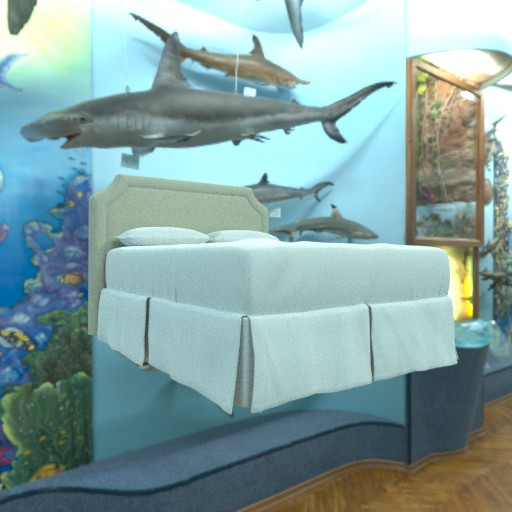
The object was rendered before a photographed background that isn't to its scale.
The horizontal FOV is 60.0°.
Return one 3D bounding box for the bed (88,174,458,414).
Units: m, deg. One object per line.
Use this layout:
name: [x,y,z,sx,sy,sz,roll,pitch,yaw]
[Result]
bed: [0.000,0.000,3.048,1.693,1.290,2.116,0,0,-36]
